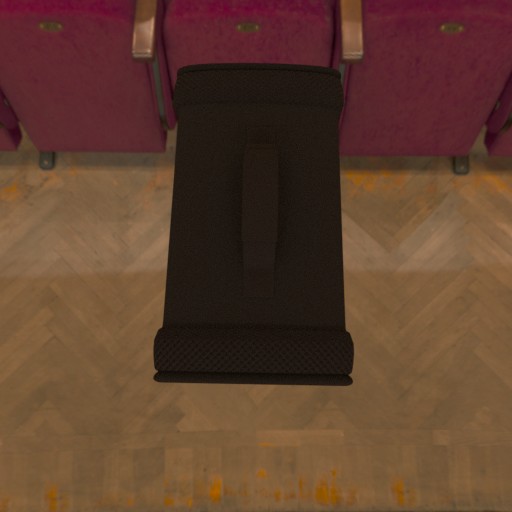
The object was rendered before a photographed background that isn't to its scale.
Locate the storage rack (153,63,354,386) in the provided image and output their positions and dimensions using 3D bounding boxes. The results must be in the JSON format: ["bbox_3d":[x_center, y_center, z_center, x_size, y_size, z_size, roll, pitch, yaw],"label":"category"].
[{"bbox_3d":[0.000,0.000,0.540,0.168,0.387,0.297,1,74,0],"label":"storage rack"}]
